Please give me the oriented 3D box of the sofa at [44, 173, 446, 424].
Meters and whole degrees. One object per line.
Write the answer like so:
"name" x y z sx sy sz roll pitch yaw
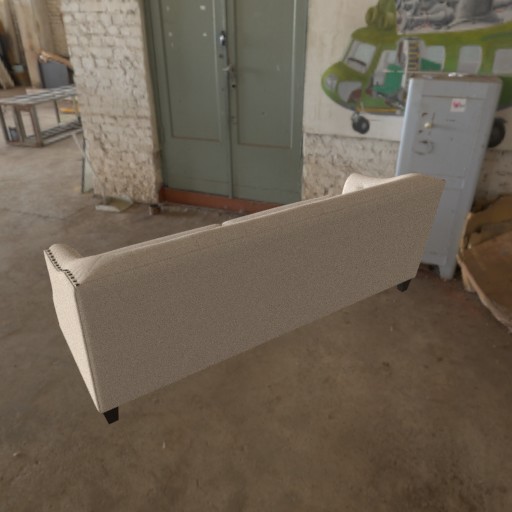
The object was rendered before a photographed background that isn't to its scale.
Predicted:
"sofa" 0.000 0.000 2.707 2.235 0.901 0.914 -18 33 -29
